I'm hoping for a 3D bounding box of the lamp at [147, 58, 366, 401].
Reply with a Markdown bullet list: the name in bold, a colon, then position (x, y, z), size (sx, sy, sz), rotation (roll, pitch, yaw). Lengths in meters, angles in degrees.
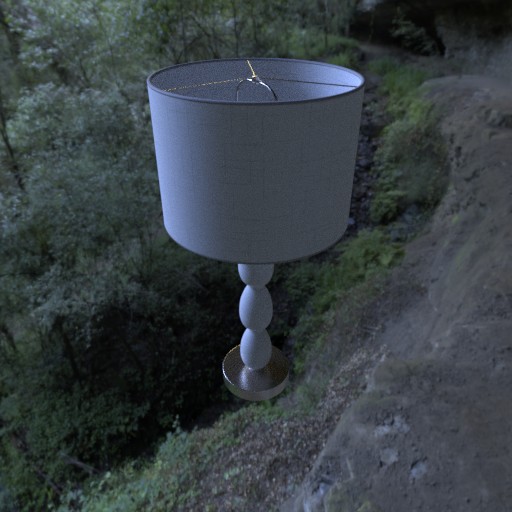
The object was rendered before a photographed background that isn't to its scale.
- **lamp**: position (0.000, 0.000, 0.729), size (0.280, 0.559, 0.282), rotation (-21, 39, -30)
